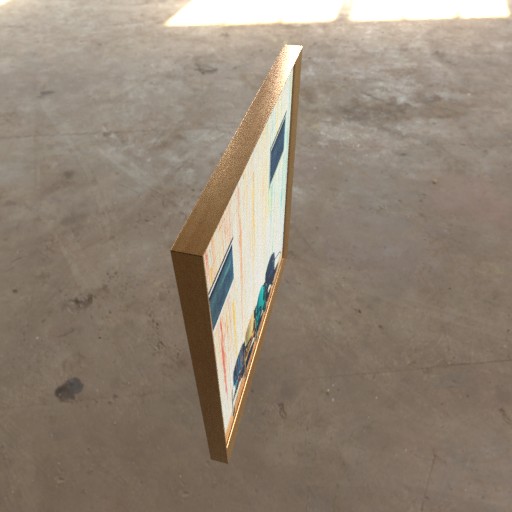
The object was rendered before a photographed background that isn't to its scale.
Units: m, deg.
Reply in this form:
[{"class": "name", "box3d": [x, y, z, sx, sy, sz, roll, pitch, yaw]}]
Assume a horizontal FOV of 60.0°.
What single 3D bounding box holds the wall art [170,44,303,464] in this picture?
[{"class": "wall art", "box3d": [0.000, 0.000, 0.448, 0.019, 0.302, 0.302, 10, 46, 10]}]
